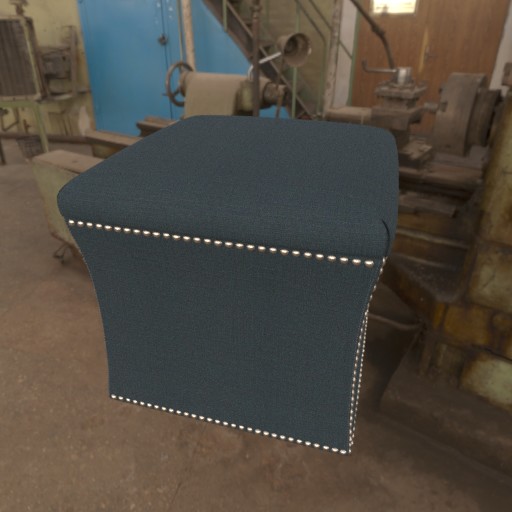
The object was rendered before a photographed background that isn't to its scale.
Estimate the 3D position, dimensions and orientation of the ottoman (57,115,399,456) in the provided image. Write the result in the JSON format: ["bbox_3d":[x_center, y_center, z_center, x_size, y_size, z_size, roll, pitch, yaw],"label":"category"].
[{"bbox_3d":[0.000,0.000,0.889,0.497,0.475,0.507,8,31,14],"label":"ottoman"}]
